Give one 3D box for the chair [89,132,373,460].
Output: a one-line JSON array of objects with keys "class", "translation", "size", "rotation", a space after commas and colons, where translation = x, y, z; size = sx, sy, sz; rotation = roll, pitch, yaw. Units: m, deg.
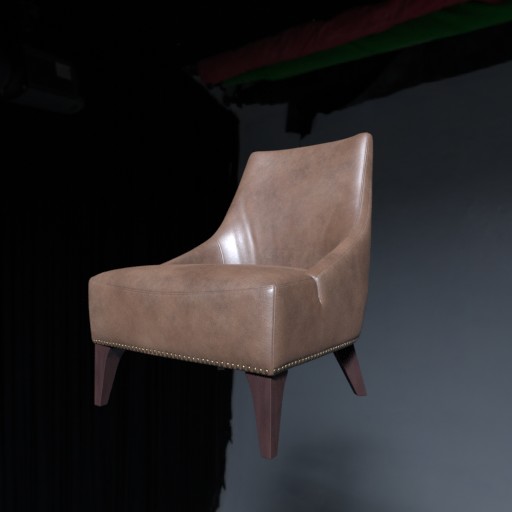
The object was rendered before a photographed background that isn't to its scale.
[{"class": "chair", "translation": [0.000, 0.000, 1.486], "size": [0.701, 0.909, 0.861], "rotation": [0, -1, 36]}]
